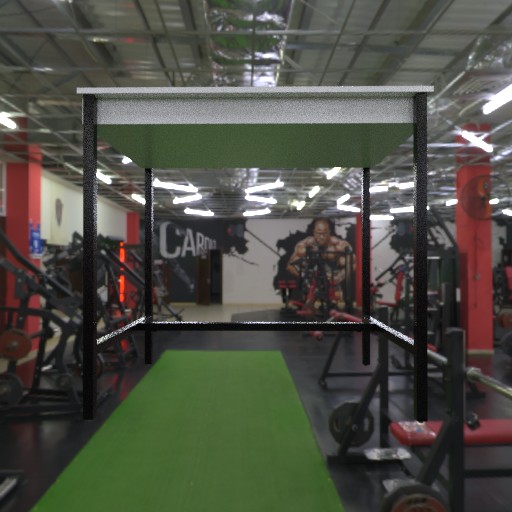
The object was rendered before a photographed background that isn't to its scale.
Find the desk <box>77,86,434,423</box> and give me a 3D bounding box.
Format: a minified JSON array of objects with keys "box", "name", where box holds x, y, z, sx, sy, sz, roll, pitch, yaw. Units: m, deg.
[{"box":[0.000,0.000,1.291,0.811,0.766,0.573,0,0,1],"name":"desk"}]
